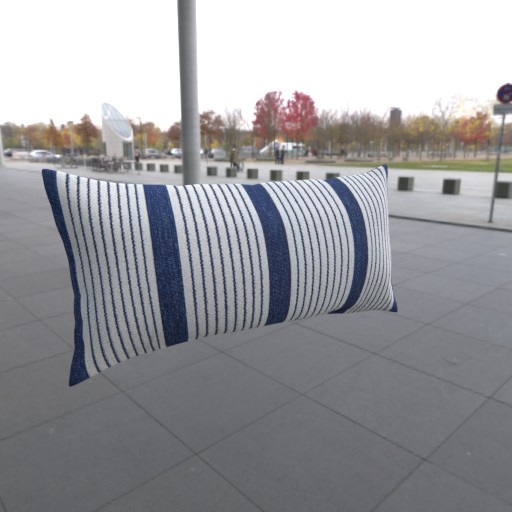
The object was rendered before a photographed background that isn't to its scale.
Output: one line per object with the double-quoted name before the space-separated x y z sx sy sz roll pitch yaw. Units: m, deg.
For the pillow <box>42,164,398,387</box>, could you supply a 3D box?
"pillow" 0.000 0.000 0.731 0.608 0.292 0.156 -7 15 -27
